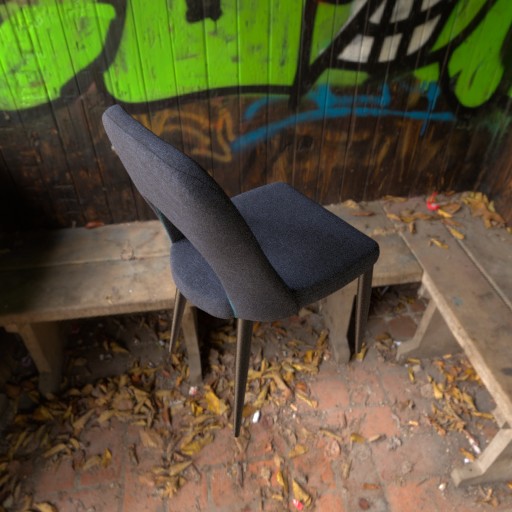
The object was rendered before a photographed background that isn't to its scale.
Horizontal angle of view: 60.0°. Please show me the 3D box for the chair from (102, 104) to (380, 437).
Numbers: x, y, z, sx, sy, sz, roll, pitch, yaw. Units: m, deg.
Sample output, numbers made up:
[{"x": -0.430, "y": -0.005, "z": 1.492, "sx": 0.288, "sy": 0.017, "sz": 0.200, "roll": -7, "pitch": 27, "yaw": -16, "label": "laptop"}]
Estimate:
[{"x": 0.000, "y": 0.000, "z": 1.256, "sx": 0.612, "sy": 0.931, "sz": 0.470, "roll": -26, "pitch": 47, "yaw": -27, "label": "chair"}]
